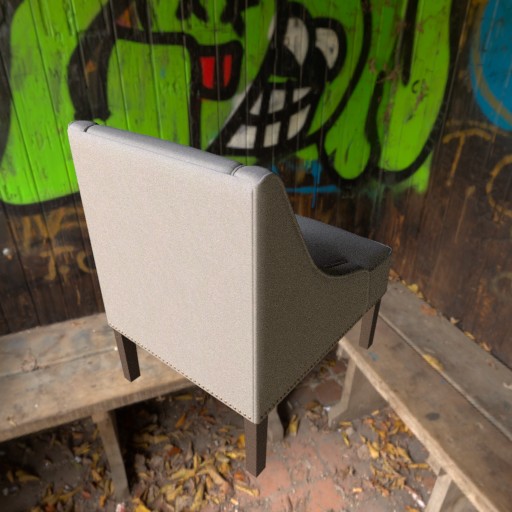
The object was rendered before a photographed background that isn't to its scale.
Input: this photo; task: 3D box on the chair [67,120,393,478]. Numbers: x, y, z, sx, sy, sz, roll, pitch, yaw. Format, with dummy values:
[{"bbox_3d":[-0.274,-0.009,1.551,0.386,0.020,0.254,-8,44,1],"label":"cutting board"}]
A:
[{"bbox_3d":[0.000,0.000,1.385,0.631,0.867,0.747,22,37,33],"label":"chair"}]
